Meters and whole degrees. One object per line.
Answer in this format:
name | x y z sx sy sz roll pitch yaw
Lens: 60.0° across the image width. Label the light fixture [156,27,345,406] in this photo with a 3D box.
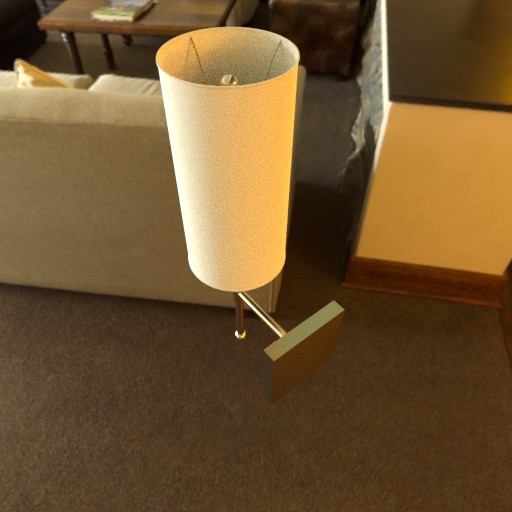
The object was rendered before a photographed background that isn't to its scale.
light fixture | 0.000 0.000 0.543 0.128 0.462 0.208 -30 54 -25
